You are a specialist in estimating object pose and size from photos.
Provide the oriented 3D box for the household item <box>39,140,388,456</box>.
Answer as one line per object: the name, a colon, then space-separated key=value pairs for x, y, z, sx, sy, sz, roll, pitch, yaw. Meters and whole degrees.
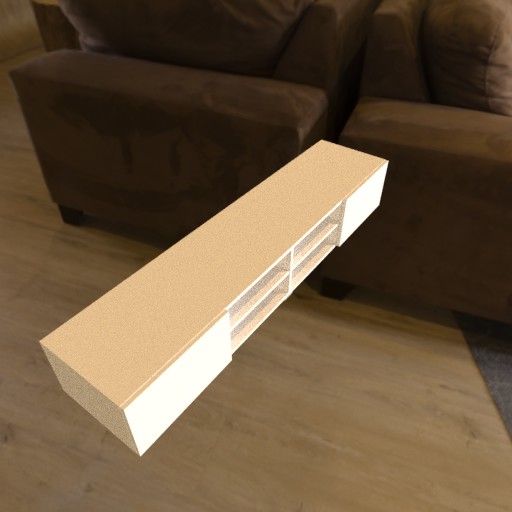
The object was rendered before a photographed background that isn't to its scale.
household item: x=0.000 y=0.000 z=2.041 sx=0.420 sy=0.310 sz=1.850 roll=26 pitch=47 yaw=27
